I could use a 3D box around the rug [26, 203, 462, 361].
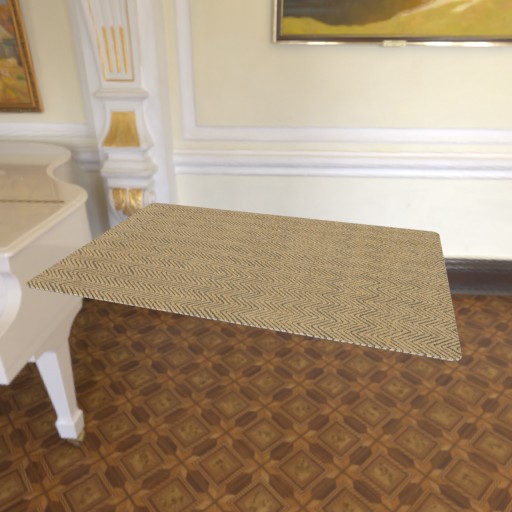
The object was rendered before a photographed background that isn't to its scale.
[{"bbox_3d":[0.000,0.000,2.165,1.752,0.008,1.144,7,27,15],"label":"rug"}]
